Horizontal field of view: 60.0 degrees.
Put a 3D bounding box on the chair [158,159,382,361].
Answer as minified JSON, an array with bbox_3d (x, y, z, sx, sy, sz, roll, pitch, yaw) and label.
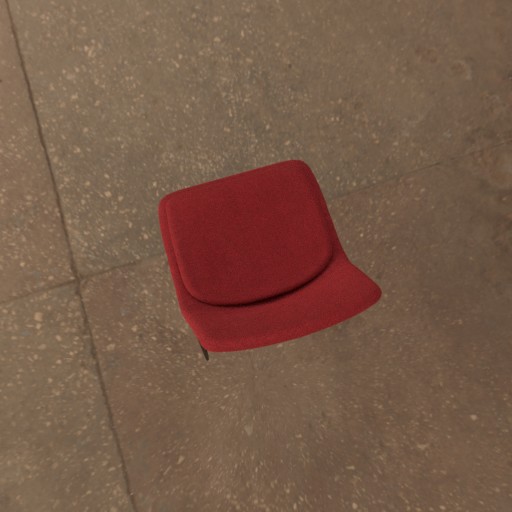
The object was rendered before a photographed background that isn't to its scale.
[{"bbox_3d":[0.000,0.000,1.180,0.479,0.858,0.518,-16,75,-4],"label":"chair"}]
